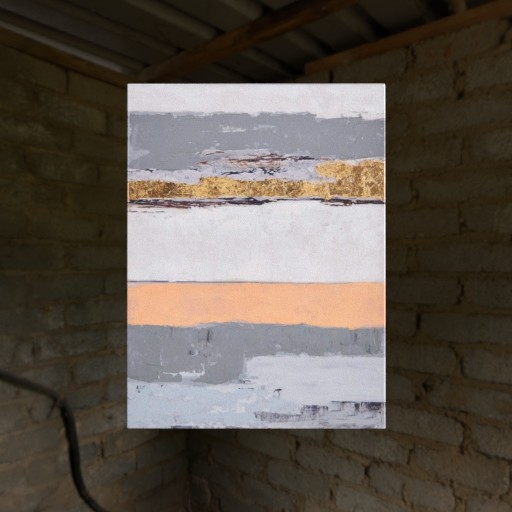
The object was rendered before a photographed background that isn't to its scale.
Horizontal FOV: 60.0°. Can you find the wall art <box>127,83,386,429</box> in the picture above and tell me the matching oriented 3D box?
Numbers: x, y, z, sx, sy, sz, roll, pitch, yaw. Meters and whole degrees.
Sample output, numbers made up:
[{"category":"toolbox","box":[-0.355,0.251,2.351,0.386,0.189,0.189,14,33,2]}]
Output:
[{"category":"wall art","box":[0.000,0.000,0.799,0.456,0.609,0.038,0,0,0]}]
